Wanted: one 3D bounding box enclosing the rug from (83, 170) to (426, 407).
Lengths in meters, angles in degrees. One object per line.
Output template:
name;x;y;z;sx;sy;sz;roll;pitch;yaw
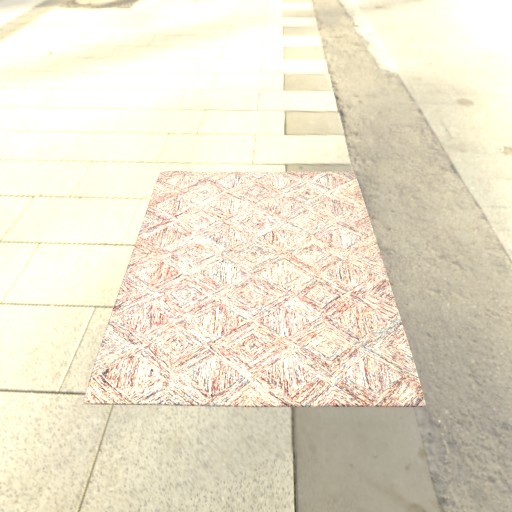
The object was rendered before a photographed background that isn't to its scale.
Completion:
rug;0.000;0.000;4.315;2.436;0.024;3.226;0;41;0
